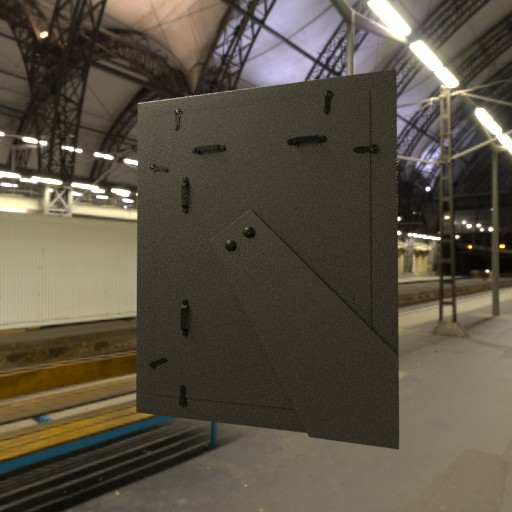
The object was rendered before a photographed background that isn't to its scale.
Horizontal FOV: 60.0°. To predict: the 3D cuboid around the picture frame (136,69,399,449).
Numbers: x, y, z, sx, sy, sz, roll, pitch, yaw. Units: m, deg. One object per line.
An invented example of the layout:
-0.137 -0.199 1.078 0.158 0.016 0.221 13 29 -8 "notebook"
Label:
0.000 0.000 0.504 0.307 0.383 0.036 0 -1 18 "picture frame"
